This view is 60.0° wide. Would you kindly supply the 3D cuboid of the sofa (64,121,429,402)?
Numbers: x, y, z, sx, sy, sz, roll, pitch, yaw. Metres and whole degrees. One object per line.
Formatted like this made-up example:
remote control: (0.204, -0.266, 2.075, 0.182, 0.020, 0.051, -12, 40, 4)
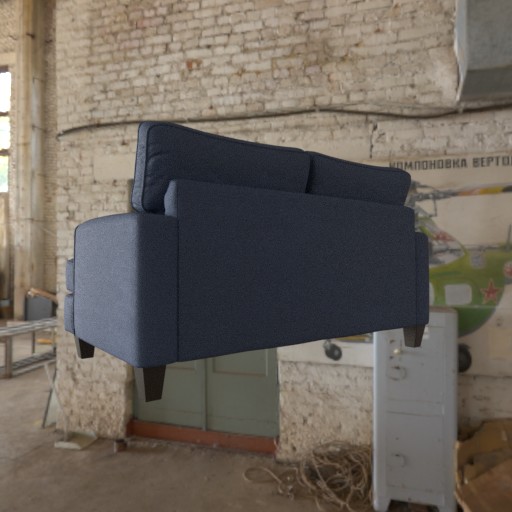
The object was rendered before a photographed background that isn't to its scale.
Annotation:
sofa: (0.000, 0.000, 2.252, 1.651, 0.965, 0.965, 0, -1, -37)
